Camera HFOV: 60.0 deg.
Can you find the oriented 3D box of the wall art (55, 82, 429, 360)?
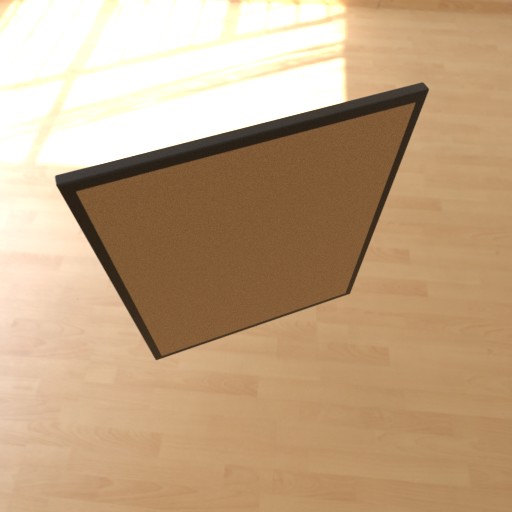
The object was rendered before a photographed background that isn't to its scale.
[{"bbox_3d":[0.000,0.000,0.788,0.481,0.582,0.018,-17,59,-11],"label":"wall art"}]
